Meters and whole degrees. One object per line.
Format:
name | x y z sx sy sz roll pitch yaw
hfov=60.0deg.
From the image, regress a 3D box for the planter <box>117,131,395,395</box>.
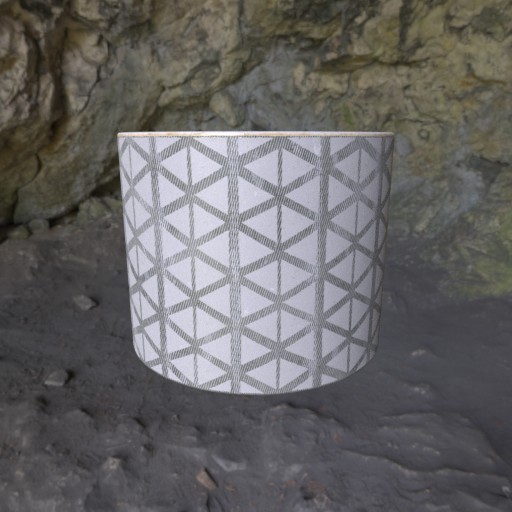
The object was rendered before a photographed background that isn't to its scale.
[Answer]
planter | 0.000 0.000 0.340 0.190 0.181 0.190 0 15 0
